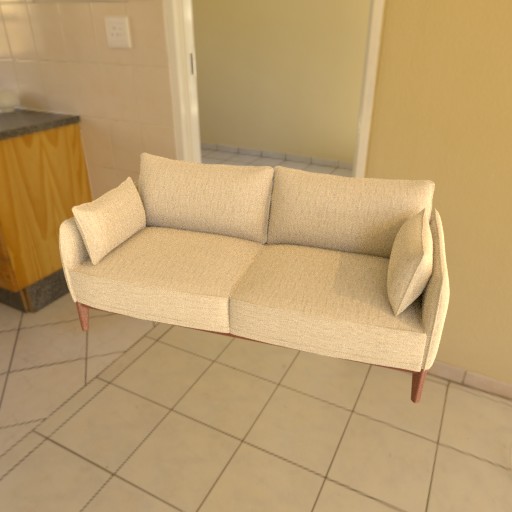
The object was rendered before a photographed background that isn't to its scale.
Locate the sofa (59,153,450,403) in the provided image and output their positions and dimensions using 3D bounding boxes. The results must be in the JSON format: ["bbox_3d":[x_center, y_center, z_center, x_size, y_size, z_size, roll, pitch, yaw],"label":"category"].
[{"bbox_3d":[0.000,0.000,2.526,1.989,0.860,0.991,8,29,15],"label":"sofa"}]
